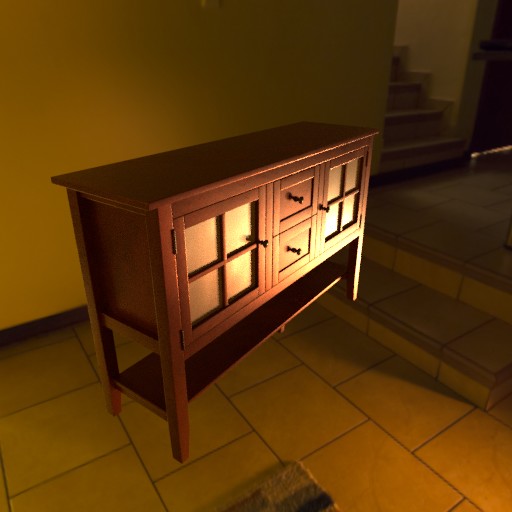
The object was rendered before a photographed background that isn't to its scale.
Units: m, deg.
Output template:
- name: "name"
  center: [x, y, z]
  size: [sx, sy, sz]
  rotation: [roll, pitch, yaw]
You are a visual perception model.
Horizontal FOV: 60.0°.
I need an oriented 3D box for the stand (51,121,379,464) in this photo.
- name: "stand"
  center: [0.000, 0.000, 1.793]
  size: [0.410, 0.872, 1.362]
  rotation: [17, 30, 33]
